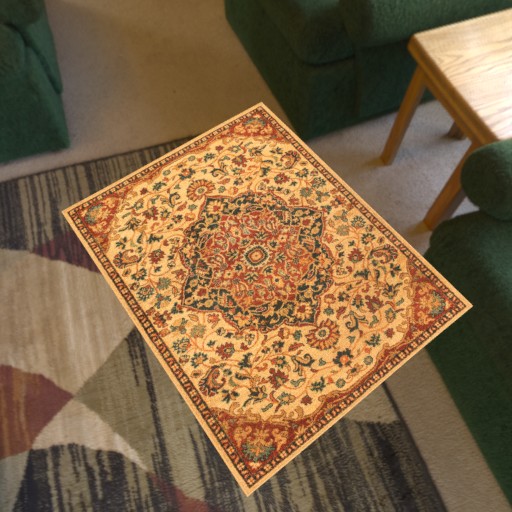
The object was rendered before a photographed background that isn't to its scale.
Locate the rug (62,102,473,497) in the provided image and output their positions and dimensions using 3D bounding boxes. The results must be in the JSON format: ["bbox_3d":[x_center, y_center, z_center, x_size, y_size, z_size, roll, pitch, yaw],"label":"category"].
[{"bbox_3d":[0.000,0.000,4.105,2.454,0.005,3.067,-34,68,-16],"label":"rug"}]
